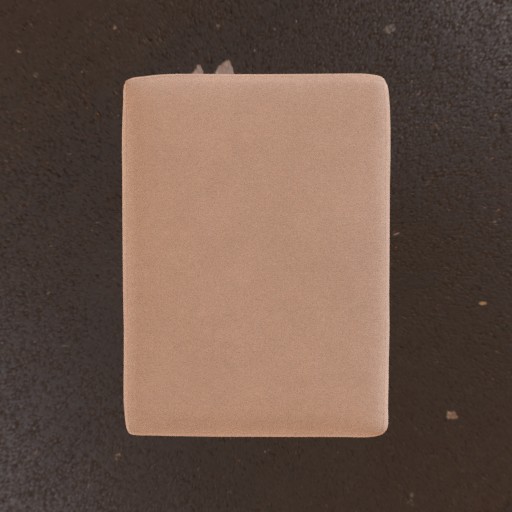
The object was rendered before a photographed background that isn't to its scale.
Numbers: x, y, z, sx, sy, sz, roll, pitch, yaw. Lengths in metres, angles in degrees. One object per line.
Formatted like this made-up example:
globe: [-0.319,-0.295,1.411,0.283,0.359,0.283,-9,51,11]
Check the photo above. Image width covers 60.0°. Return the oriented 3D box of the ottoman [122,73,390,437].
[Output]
ottoman: [0.000,0.000,1.116,0.569,0.499,0.773,0,91,0]
